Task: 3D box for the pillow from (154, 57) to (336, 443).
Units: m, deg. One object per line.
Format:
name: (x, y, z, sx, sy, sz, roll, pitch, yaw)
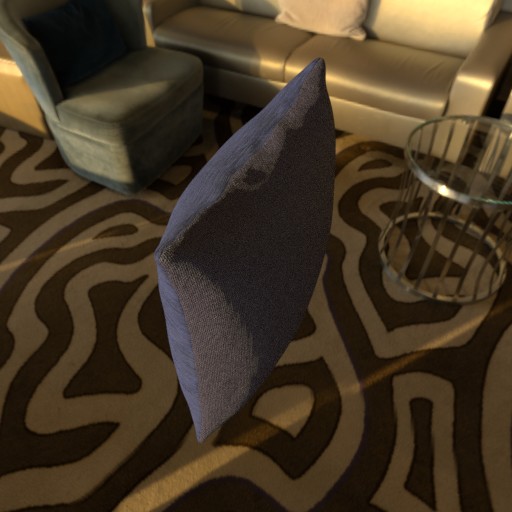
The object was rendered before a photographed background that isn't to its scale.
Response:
pillow: (0.000, 0.000, 0.686, 0.204, 0.439, 0.452, 19, 50, 16)
